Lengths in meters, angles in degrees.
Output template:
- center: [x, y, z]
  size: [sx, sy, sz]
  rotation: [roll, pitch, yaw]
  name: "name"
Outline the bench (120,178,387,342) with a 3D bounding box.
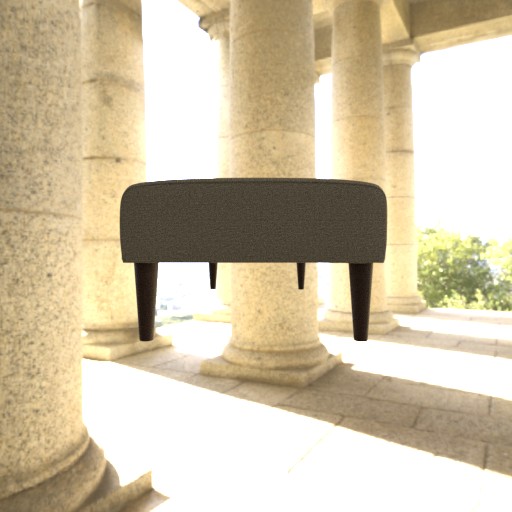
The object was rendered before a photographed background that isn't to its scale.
- center: [0.000, 0.000, 1.807]
  size: [0.646, 0.393, 1.609]
  rotation: [0, 0, 0]
  name: "bench"
